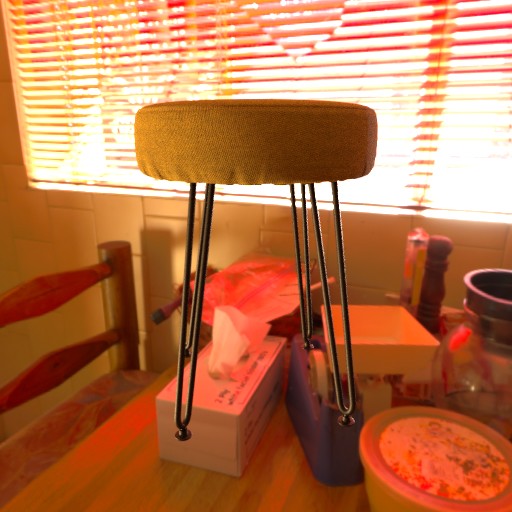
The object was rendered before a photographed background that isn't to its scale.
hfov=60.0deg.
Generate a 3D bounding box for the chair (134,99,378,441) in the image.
[{"bbox_3d":[0.000,0.000,0.697,0.345,0.455,0.345,-2,16,-7],"label":"chair"}]
